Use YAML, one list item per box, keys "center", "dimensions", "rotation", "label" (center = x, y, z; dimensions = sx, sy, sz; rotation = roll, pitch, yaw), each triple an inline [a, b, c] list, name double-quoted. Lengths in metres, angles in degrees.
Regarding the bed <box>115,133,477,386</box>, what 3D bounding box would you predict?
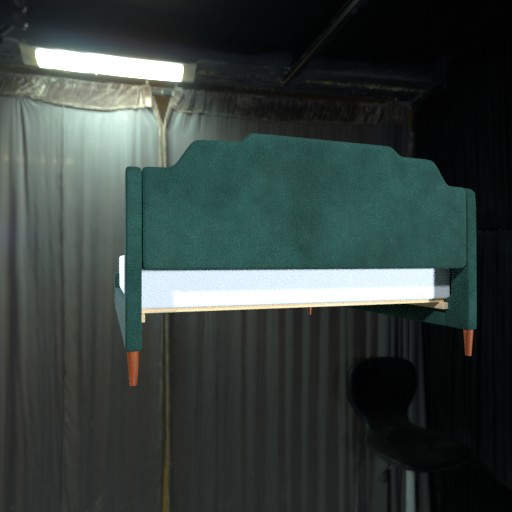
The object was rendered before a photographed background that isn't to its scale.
- center: [0.000, 0.000, 3.491]
  dimensions: [2.074, 1.245, 2.340]
  rotation: [0, -1, -19]
  label: "bed"
